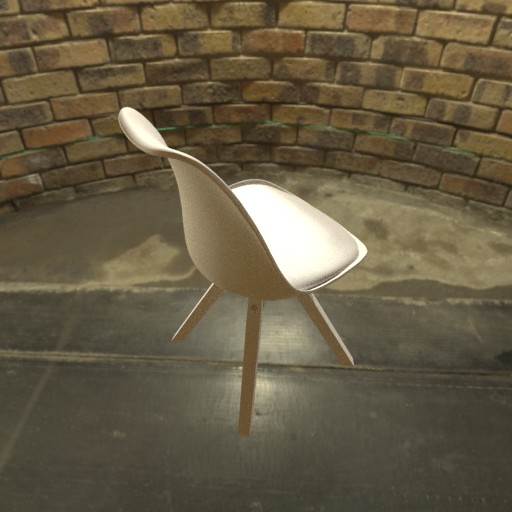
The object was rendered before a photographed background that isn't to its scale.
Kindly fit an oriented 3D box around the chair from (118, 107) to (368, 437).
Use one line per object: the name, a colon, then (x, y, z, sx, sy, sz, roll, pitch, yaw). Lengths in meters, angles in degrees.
chair: (0.000, 0.000, 1.191, 0.550, 0.850, 0.485, -25, 46, -26)
